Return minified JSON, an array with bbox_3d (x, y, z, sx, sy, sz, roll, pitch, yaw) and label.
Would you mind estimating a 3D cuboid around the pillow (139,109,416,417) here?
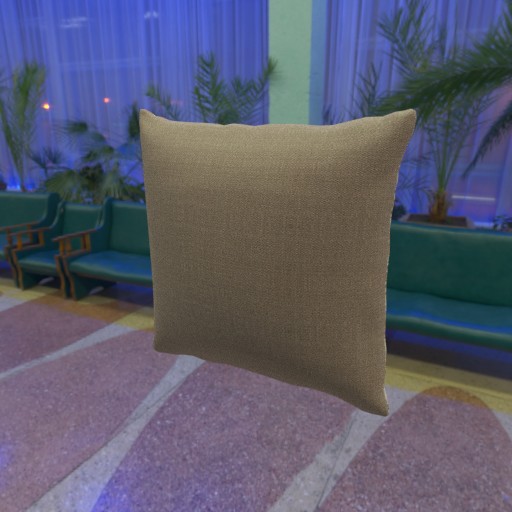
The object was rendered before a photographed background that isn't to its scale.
[{"bbox_3d":[0.000,0.000,0.815,0.521,0.519,0.215,9,19,27],"label":"pillow"}]
